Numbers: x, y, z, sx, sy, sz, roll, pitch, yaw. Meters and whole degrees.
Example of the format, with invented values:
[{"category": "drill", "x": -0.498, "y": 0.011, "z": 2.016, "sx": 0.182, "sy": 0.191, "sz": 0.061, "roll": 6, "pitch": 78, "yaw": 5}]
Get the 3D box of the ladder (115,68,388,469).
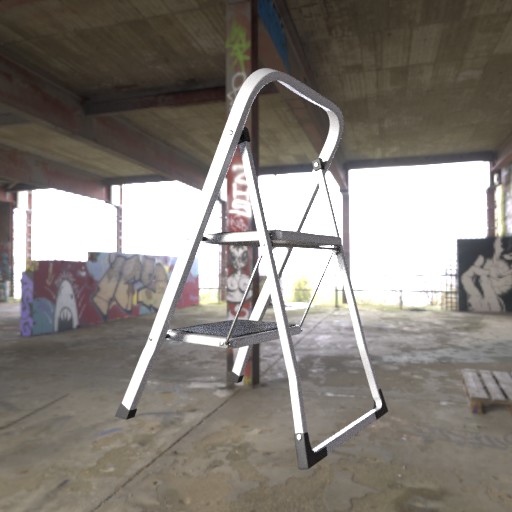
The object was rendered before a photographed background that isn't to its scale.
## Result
[{"category": "ladder", "x": 0.000, "y": 0.000, "z": 1.146, "sx": 0.544, "sy": 0.810, "sz": 0.460, "roll": -1, "pitch": -2, "yaw": 37}]
